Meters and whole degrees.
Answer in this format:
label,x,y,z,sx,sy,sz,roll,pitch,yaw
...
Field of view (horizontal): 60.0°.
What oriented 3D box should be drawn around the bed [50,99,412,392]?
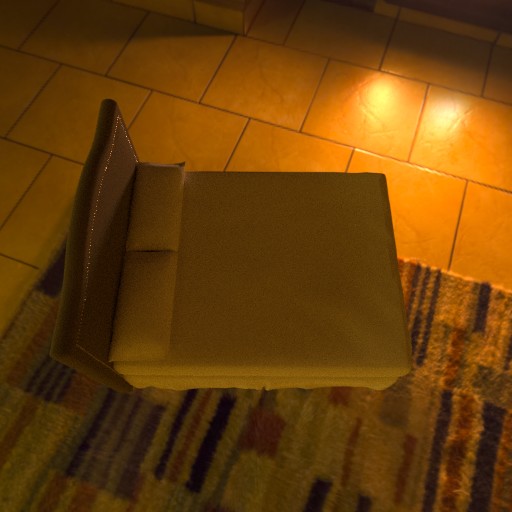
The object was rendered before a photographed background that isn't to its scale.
label,x,y,z,sx,sy,sz,roll,pitch,yaw
bed,0.000,0.000,3.043,2.036,1.387,1.666,0,65,0
